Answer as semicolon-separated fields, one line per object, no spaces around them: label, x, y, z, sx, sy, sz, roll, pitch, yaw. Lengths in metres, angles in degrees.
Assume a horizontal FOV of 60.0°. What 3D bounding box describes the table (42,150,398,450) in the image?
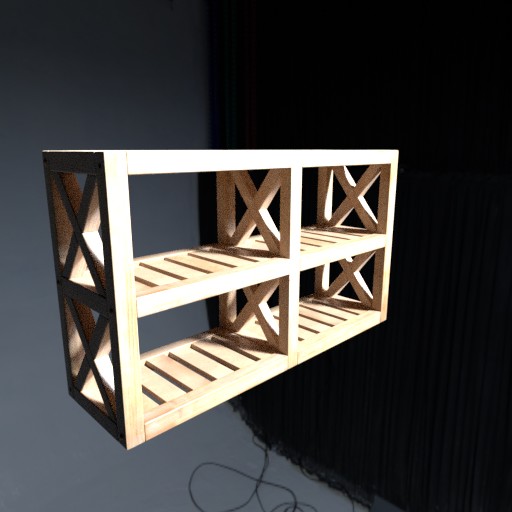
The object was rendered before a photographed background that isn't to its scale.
table;0.000;0.000;1.643;1.320;0.762;0.381;-13;19;-43
